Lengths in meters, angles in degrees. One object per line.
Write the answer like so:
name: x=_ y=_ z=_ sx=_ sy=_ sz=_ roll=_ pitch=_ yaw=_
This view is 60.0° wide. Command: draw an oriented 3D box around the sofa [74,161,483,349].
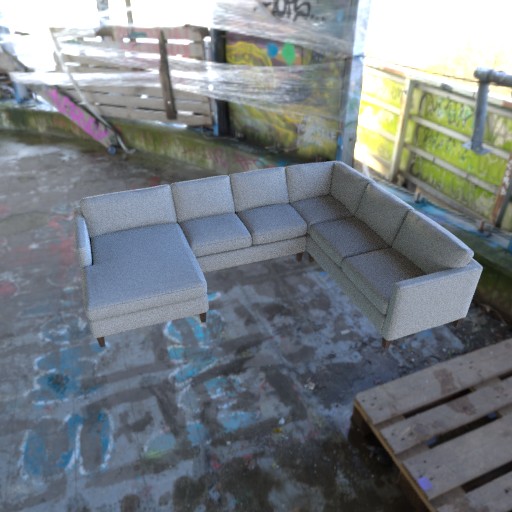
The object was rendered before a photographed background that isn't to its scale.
sofa: x=0.000 y=0.000 z=4.611 sx=3.460 sy=0.959 sz=2.593 roll=-12 pitch=35 yaw=-17
